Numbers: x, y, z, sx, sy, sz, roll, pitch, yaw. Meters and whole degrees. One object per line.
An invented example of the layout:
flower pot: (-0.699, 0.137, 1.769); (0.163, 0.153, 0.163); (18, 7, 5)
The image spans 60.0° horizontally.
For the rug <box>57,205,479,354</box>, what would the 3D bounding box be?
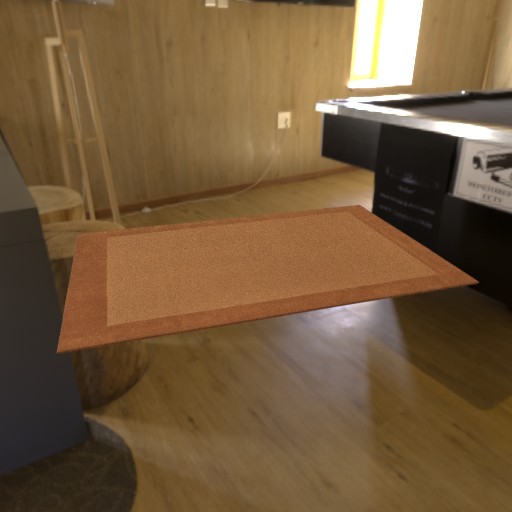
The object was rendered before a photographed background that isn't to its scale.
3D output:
rug: (0.000, 0.000, 3.091); (2.438, 0.014, 1.524); (-7, 27, -15)
